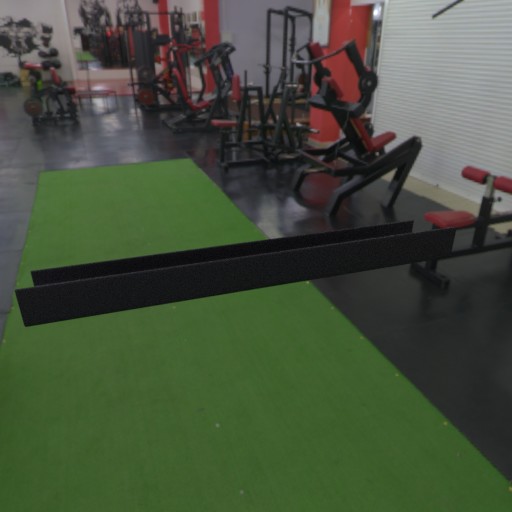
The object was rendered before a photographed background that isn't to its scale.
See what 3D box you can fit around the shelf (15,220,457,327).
[{"bbox_3d":[0.000,0.000,0.638,0.605,0.053,0.102,-8,27,-16],"label":"shelf"}]
